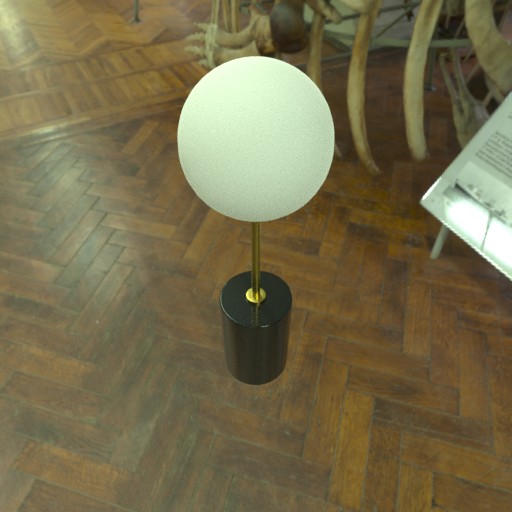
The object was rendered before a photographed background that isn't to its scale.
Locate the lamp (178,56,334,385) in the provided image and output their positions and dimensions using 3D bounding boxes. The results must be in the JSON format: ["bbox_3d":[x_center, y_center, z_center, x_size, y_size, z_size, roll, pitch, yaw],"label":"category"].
[{"bbox_3d":[0.000,0.000,0.556,0.153,0.480,0.153,0,46,0],"label":"lamp"}]
